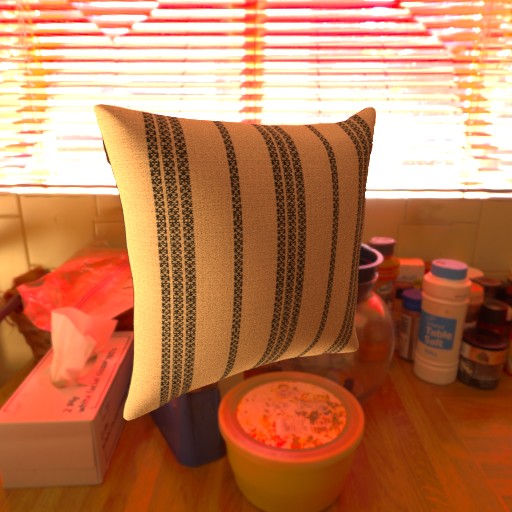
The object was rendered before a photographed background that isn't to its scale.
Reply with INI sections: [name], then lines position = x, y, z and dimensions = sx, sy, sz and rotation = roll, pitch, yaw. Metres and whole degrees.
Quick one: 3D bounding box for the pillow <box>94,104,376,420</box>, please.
[pillow]
position = 0.000, 0.000, 0.629
dimensions = 0.405, 0.406, 0.173
rotation = -9, 20, -27
